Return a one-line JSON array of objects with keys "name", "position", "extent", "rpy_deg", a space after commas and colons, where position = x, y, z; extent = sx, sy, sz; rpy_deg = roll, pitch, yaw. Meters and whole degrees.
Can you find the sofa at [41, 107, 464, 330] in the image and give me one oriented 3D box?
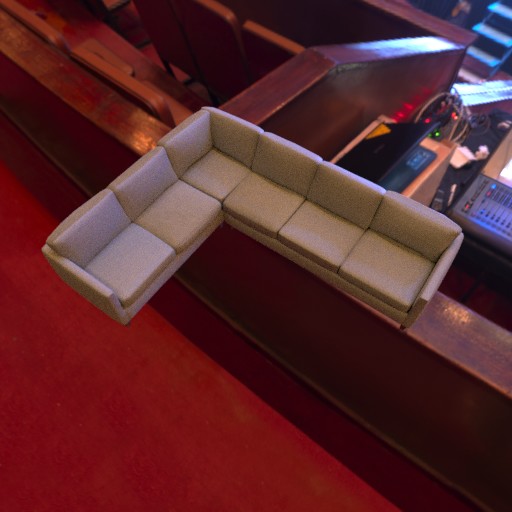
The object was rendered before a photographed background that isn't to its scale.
[{"name": "sofa", "position": [0.000, 0.000, 4.490], "extent": [3.301, 0.947, 2.592], "rpy_deg": [31, 62, 18]}]
